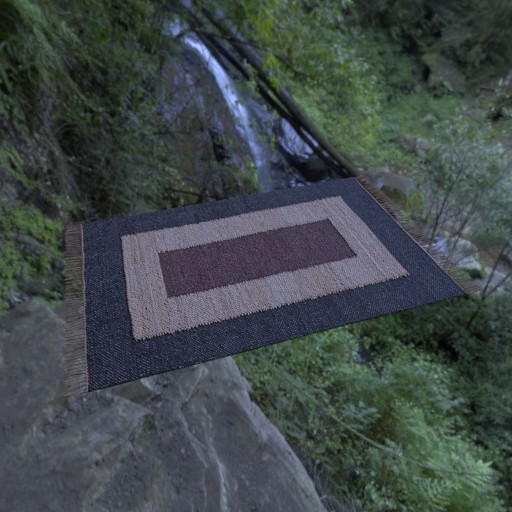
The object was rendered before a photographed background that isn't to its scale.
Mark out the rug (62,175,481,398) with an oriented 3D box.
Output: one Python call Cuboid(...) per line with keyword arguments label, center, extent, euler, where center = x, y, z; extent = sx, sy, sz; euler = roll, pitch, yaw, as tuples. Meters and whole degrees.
Cuboid(label="rug", center=(0.000, 0.000, 2.446), extent=(2.021, 0.027, 1.224), euler=(-12, 41, -14))
